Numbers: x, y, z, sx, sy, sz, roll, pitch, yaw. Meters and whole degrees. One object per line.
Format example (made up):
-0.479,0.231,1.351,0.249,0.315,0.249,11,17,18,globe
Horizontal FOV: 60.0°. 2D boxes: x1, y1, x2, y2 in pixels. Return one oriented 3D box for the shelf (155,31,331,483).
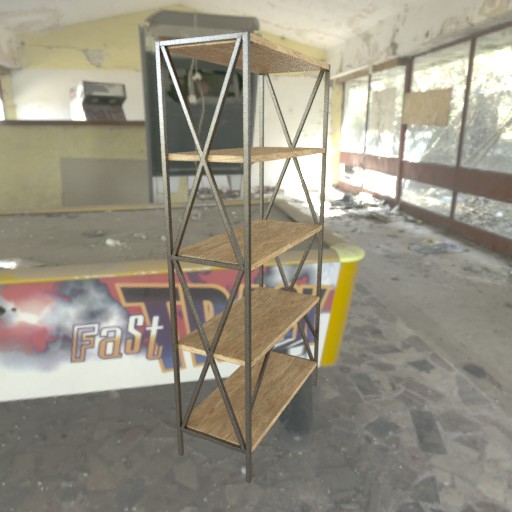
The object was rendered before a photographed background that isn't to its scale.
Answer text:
0.000,0.000,2.159,0.386,1.803,0.874,8,18,26,shelf
